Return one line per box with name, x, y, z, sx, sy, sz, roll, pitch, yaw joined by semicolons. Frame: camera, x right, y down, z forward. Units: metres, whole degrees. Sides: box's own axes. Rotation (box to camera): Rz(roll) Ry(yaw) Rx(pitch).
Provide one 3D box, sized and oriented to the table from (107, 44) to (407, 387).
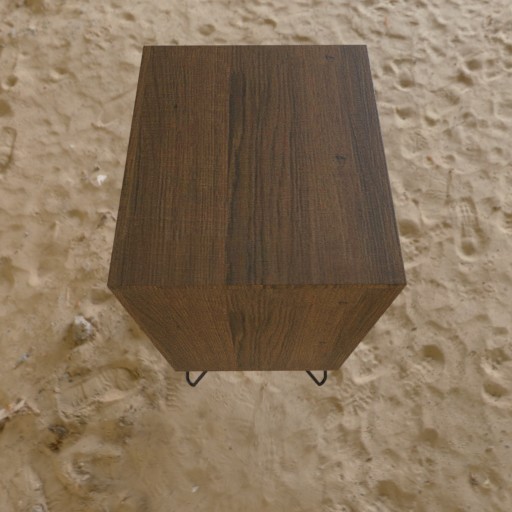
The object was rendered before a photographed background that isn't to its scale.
table;0.000;0.000;1.164;0.457;0.866;0.526;0;64;0
